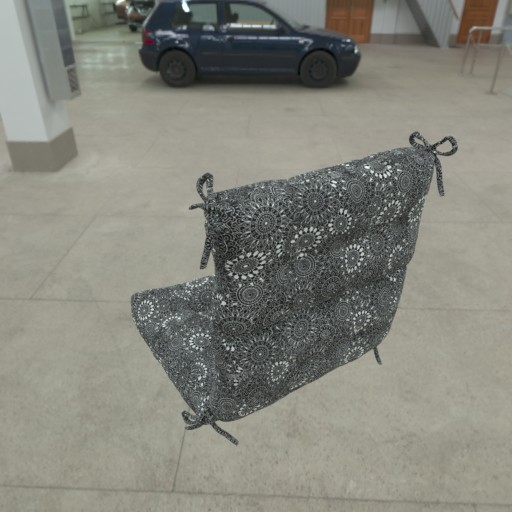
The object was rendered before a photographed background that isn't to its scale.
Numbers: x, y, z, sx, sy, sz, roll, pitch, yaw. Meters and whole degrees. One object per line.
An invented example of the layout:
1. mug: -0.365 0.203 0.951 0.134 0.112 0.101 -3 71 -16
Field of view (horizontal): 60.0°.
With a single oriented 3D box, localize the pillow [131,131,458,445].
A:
1. pillow: 0.000 0.000 1.004 0.519 0.605 0.571 -19 36 -28
